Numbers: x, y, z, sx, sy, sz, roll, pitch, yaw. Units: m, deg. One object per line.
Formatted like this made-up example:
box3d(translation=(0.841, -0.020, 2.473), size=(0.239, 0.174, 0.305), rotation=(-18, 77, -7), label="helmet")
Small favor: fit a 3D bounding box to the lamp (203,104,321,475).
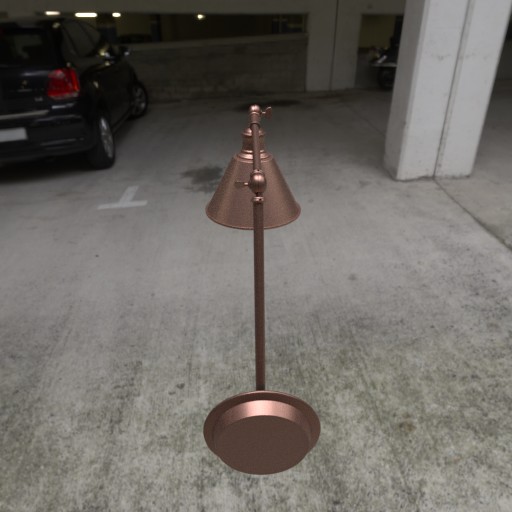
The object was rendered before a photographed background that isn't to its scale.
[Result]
box3d(translation=(0.000, 0.000, 0.875), size=(0.223, 0.502, 0.624), rotation=(-1, 29, -2), label="lamp")
